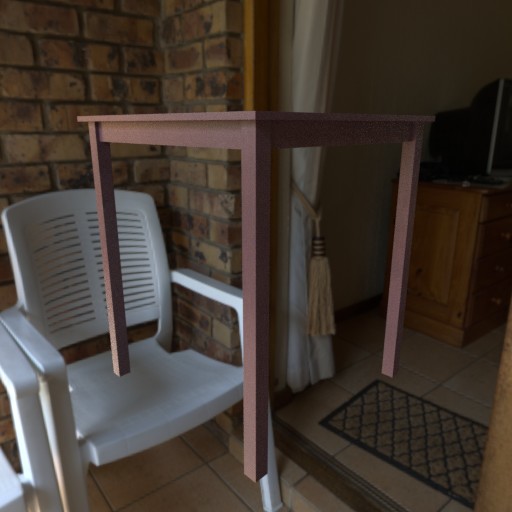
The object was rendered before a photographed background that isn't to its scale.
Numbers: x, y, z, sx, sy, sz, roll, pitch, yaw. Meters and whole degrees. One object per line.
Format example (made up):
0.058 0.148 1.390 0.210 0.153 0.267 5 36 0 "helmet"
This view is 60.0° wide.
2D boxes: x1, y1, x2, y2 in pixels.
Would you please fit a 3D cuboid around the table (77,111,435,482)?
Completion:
0.000 0.000 1.647 0.861 0.991 0.861 -16 23 -43 "table"
